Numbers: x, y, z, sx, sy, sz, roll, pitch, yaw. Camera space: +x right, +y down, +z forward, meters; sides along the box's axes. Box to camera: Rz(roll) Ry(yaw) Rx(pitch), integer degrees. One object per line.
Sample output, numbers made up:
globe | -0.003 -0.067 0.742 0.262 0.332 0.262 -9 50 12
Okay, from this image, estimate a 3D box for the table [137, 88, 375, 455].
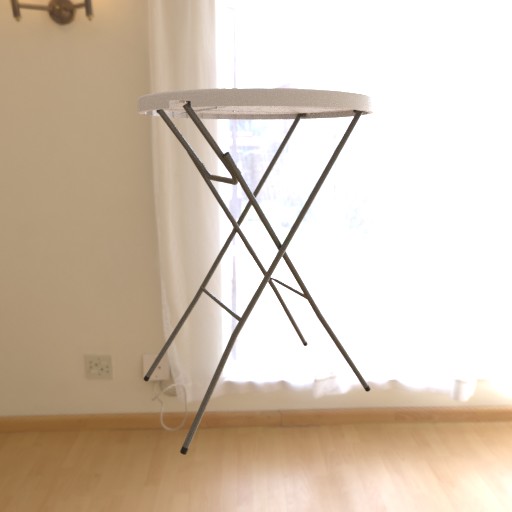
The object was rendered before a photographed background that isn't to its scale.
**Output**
table | 0.000 0.000 1.666 0.795 1.105 0.792 -7 16 -26
